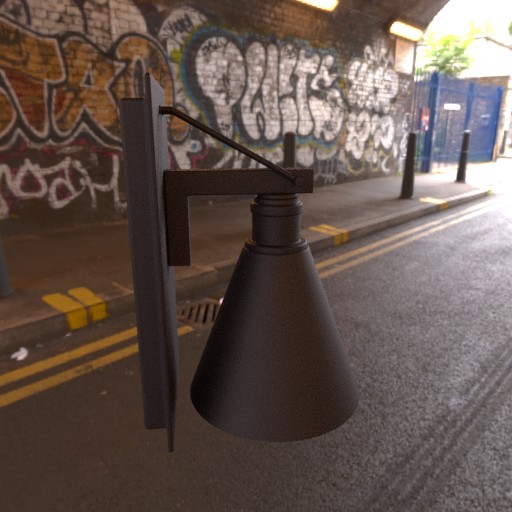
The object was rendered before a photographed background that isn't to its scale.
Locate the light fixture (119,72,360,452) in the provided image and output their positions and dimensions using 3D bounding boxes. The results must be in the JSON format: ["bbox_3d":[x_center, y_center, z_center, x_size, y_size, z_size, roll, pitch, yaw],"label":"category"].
[{"bbox_3d":[0.000,0.000,0.412,0.207,0.298,0.170,-2,16,-7],"label":"light fixture"}]
